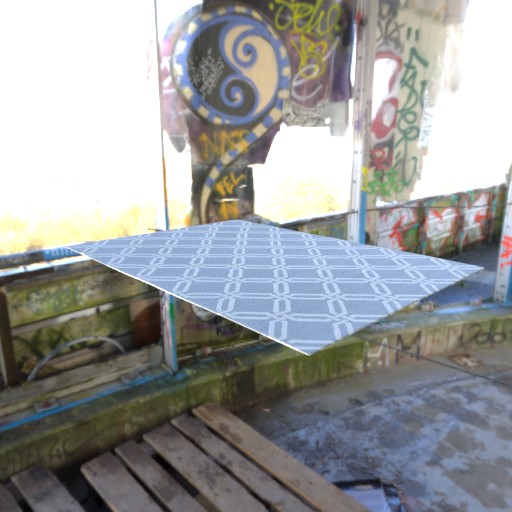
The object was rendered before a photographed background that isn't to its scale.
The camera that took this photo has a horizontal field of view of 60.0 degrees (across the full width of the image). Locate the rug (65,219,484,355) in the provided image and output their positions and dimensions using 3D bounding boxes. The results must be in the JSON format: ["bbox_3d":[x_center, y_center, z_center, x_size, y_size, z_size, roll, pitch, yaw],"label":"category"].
[{"bbox_3d":[0.000,0.000,2.731,1.522,0.013,2.133,-13,20,-42],"label":"rug"}]
